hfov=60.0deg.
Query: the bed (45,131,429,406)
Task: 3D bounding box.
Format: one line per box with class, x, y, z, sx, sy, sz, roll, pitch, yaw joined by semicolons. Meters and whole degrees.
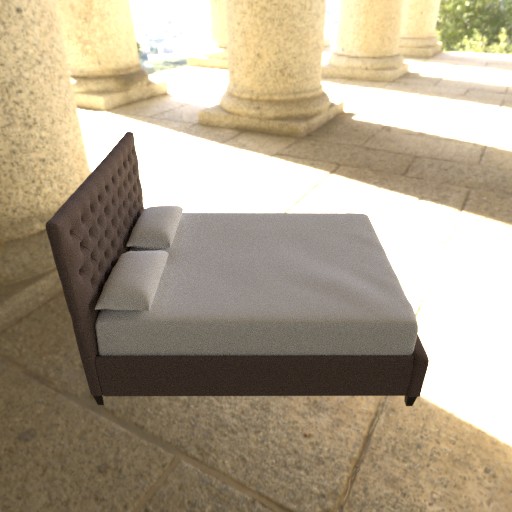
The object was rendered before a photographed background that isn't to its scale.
bed;0.000;0.000;3.379;2.233;1.426;1.696;0;32;0
